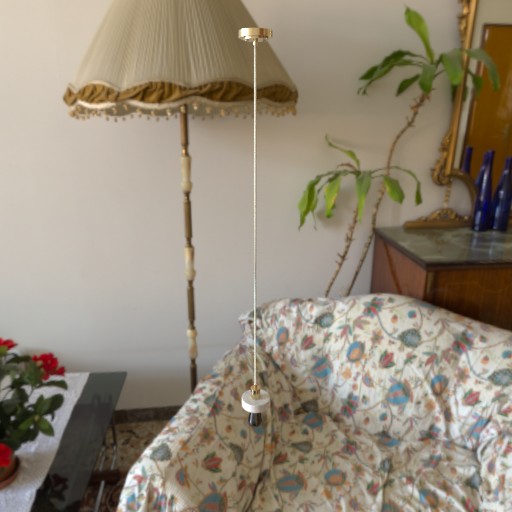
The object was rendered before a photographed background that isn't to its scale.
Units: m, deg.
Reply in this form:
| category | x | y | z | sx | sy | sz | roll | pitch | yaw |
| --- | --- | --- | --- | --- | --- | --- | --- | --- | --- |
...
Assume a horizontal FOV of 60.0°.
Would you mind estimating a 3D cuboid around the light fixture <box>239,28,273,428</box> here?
| category | x | y | z | sx | sy | sz | roll | pitch | yaw |
| --- | --- | --- | --- | --- | --- | --- | --- | --- | --- |
| light fixture | 0.000 | 0.000 | 1.819 | 0.129 | 1.669 | 0.129 | -15 | 23 | -40 |
